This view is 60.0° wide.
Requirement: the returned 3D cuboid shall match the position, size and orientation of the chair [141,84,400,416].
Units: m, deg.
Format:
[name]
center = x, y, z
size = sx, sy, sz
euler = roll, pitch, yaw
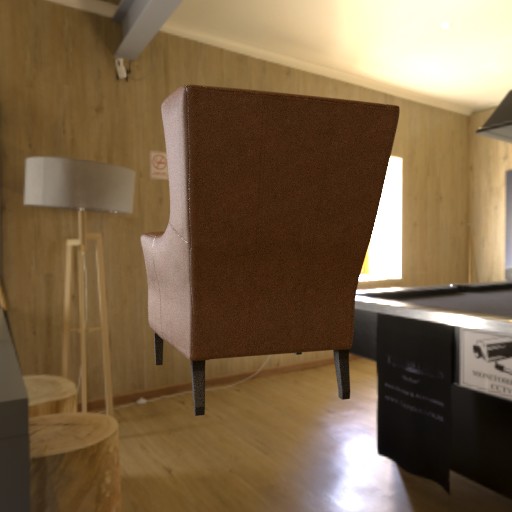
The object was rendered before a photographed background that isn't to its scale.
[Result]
[chair]
center = 0.000, 0.000, 1.732
size = 0.852, 1.016, 0.925
euler = 0, 2, -17
